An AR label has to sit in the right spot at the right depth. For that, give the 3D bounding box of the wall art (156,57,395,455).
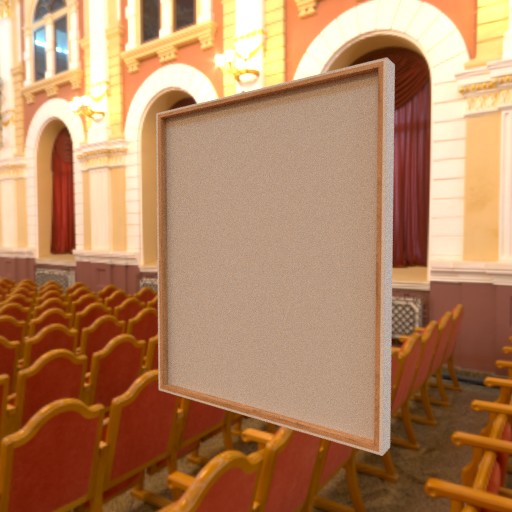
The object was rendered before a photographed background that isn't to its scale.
[{"bbox_3d":[0.000,0.000,0.835,0.508,0.606,0.037,2,3,36],"label":"wall art"}]
